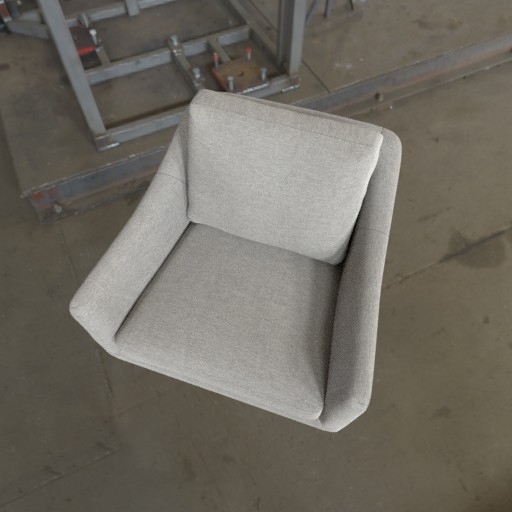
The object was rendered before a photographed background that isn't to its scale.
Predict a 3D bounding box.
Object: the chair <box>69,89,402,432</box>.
[{"bbox_3d":[0.000,0.000,1.680,0.986,0.902,0.961,16,60,10],"label":"chair"}]
